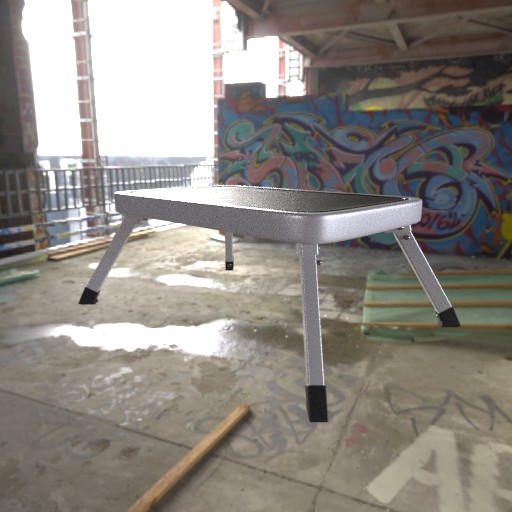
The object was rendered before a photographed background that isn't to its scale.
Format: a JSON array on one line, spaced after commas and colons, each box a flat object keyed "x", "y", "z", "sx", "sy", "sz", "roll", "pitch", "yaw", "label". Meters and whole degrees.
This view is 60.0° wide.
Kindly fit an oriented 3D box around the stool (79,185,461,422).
[{"x": 0.000, "y": 0.000, "z": 0.615, "sx": 0.460, "sy": 0.170, "sz": 0.320, "roll": 12, "pitch": 17, "yaw": 43, "label": "stool"}]
